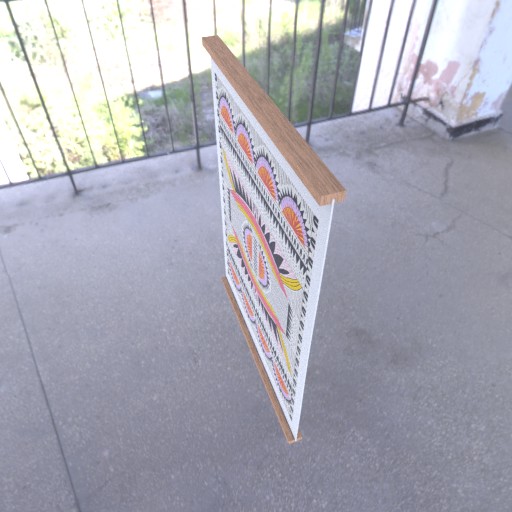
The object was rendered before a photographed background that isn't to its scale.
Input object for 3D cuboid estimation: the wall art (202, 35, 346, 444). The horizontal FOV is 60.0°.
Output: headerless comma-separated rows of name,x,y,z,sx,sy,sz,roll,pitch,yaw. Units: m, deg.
wall art,0.000,0.000,0.804,0.028,0.609,0.456,-14,47,-14
